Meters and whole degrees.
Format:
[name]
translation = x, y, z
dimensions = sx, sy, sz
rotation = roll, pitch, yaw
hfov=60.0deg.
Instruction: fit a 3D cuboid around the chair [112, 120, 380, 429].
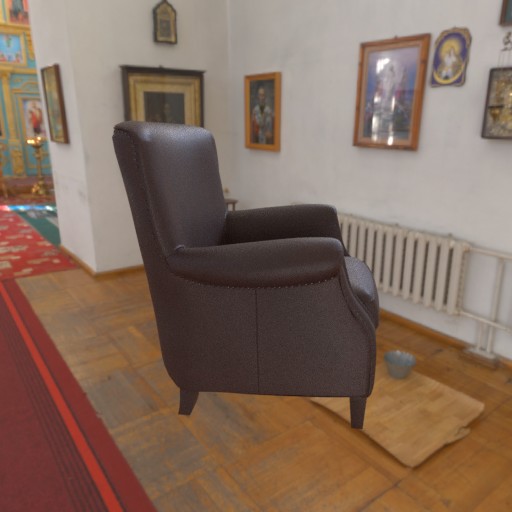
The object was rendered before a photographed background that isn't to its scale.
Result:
[chair]
translation = 0.000, 0.000, 1.377
dimensions = 0.746, 0.800, 0.700
rotation = 2, 16, 8
